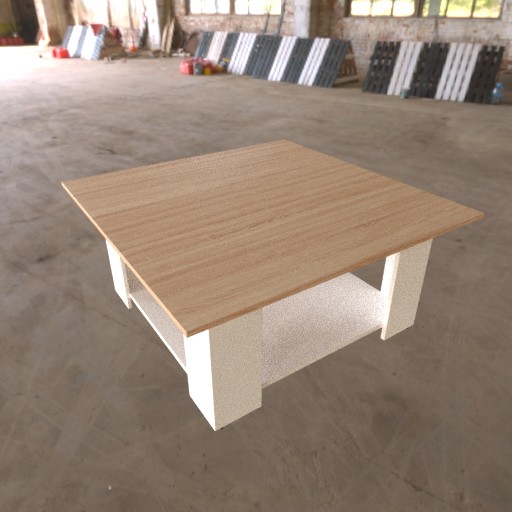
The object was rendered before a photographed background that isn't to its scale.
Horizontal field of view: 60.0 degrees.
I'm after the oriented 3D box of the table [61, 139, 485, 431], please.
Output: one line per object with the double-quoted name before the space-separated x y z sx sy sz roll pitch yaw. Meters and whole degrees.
"table" 0.000 0.000 1.055 0.670 0.305 0.670 -19 35 -29
